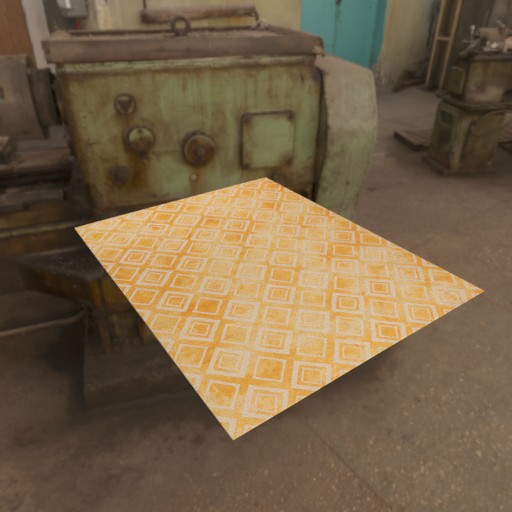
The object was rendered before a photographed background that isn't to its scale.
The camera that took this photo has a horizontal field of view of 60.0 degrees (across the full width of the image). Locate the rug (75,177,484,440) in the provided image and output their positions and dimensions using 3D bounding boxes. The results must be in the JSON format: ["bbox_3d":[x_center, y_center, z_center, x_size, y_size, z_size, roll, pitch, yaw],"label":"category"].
[{"bbox_3d":[0.000,0.000,4.093,2.433,0.011,3.037,-20,37,-29],"label":"rug"}]
